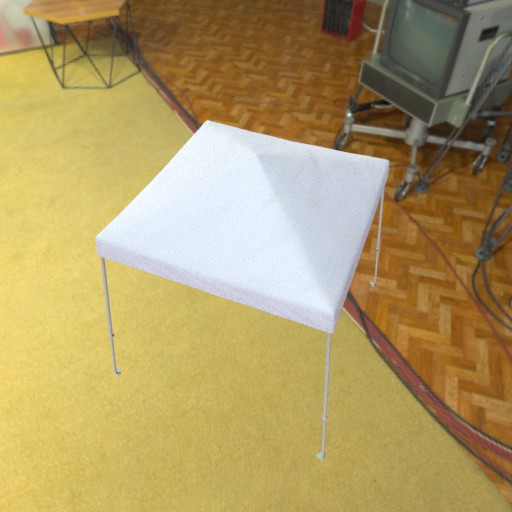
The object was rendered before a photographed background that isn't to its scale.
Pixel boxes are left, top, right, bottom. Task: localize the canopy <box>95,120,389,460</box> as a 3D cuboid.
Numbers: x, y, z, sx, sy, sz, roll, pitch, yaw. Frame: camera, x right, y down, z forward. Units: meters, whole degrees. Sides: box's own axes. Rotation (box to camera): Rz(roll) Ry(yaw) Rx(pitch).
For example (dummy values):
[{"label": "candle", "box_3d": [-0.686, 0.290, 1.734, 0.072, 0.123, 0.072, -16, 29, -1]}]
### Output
[{"label": "canopy", "box_3d": [0.000, 0.000, 5.303, 2.849, 2.850, 2.850, 17, 49, 15]}]
